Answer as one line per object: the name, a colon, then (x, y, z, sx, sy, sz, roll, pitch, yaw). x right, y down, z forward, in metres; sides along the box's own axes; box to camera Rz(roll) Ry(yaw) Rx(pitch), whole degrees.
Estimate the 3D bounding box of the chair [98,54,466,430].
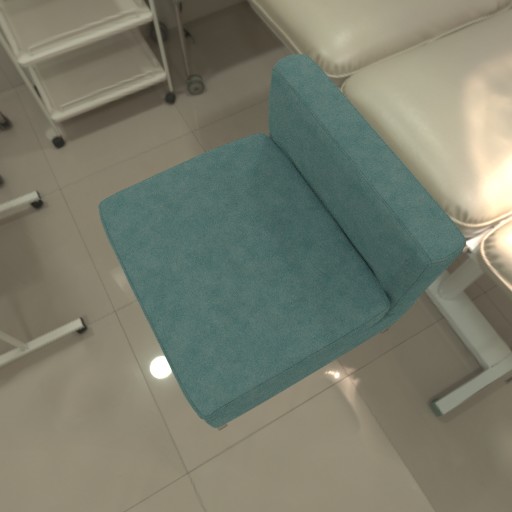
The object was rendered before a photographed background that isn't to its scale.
chair: (0.000, 0.000, 1.255, 0.685, 0.660, 0.684, -27, 68, -12)
